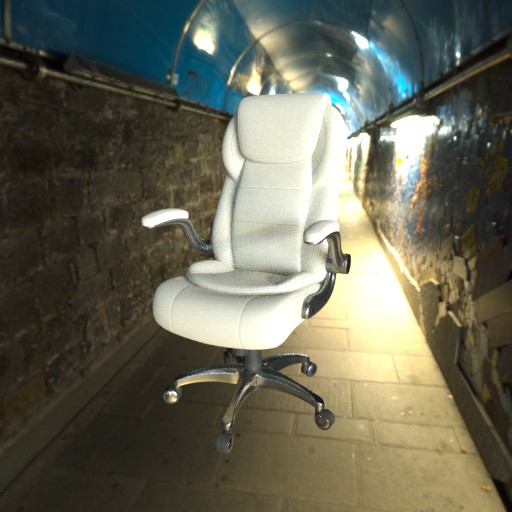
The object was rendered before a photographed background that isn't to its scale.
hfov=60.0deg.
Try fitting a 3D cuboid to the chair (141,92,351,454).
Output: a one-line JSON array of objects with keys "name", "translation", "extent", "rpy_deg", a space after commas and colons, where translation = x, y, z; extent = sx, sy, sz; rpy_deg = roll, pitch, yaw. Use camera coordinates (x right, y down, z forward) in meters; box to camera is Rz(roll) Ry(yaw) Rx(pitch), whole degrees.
[{"name": "chair", "translation": [0.000, 0.000, 1.836], "extent": [0.755, 1.330, 0.806], "rpy_deg": [7, 16, 24]}]
